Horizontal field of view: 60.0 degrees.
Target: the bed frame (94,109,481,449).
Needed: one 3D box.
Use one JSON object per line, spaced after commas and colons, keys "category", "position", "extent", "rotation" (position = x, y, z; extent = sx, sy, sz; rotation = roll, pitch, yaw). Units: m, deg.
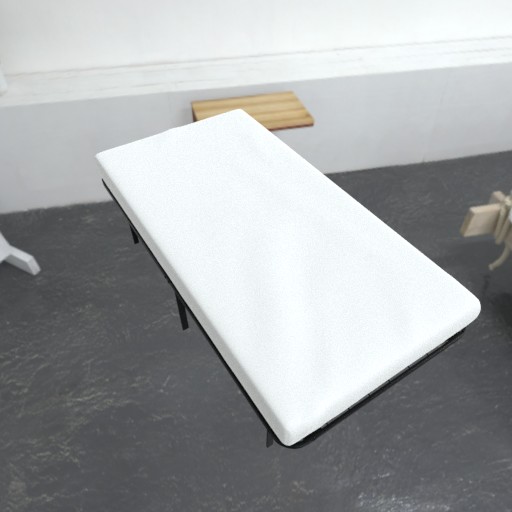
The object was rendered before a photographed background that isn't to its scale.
{"category": "bed frame", "position": [0.000, 0.000, 2.328], "extent": [0.989, 0.619, 1.903], "rotation": [-25, 52, -22]}
